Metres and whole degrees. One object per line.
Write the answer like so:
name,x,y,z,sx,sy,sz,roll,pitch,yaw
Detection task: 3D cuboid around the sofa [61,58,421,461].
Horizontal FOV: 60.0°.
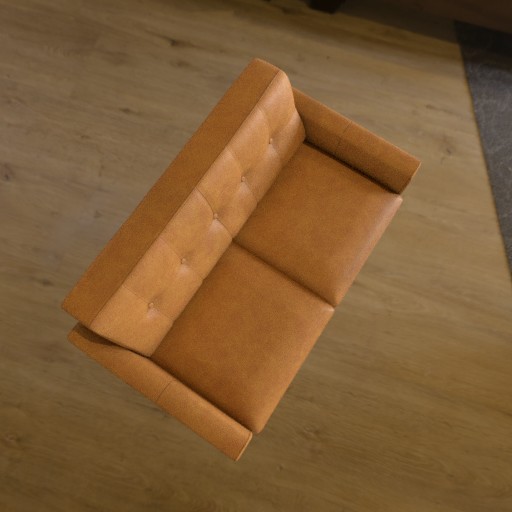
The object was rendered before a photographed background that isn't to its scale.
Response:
sofa,0.000,0.000,2.229,0.952,0.925,1.651,33,77,8
